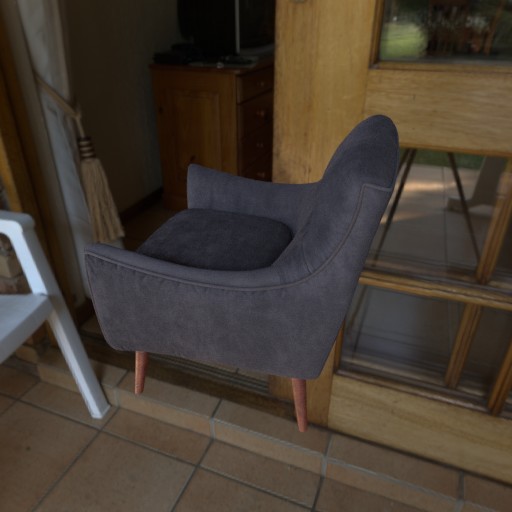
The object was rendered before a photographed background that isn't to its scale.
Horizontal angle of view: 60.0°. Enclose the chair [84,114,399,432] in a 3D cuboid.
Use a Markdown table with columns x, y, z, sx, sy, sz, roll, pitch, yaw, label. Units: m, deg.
| x | y | z | sx | sy | sz | roll | pitch | yaw | label |
| --- | --- | --- | --- | --- | --- | --- | --- | --- | --- |
| 0.000 | 0.000 | 1.454 | 0.787 | 0.838 | 0.762 | 8 | 31 | 13 | chair |
